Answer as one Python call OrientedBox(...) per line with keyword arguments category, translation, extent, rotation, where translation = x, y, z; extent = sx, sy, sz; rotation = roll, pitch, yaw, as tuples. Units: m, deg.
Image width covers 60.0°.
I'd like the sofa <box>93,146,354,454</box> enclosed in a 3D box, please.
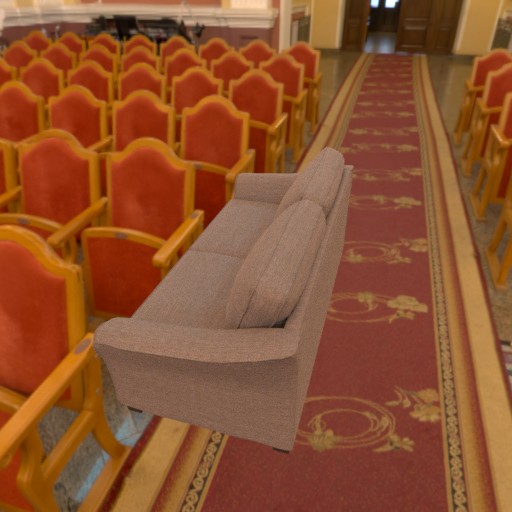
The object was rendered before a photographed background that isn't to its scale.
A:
OrientedBox(category="sofa", translation=(0.000, 0.000, 2.879), extent=(0.980, 0.965, 2.270), rotation=(9, 32, 14))
